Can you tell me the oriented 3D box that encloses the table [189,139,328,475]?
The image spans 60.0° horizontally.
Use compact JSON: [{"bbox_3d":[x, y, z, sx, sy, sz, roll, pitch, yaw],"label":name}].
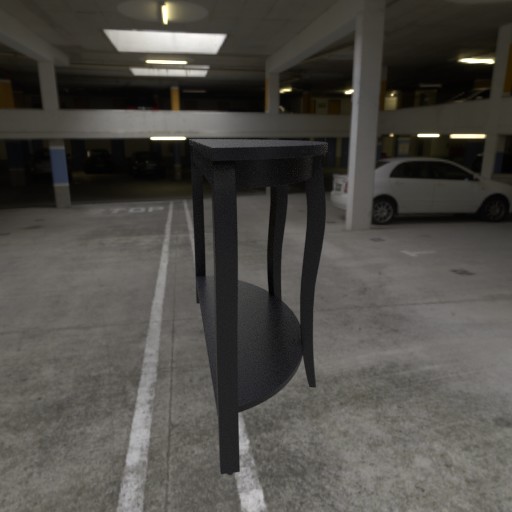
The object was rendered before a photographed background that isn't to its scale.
[{"bbox_3d":[0.000,0.000,1.559,0.394,0.780,1.219,-3,16,-10],"label":"table"}]
